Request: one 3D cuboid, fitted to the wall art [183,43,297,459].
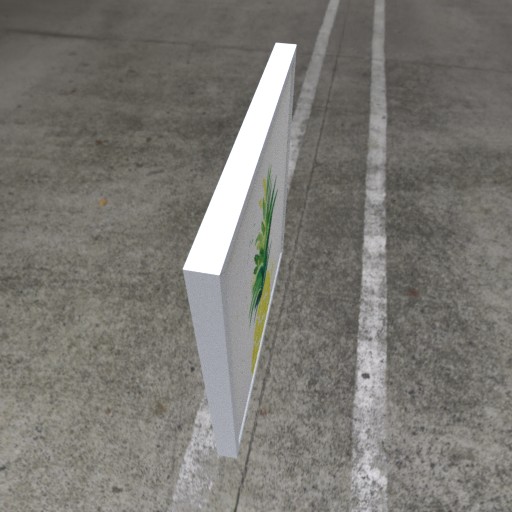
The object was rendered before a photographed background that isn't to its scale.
[{"bbox_3d":[0.000,0.000,0.762,0.035,0.507,0.508,9,48,8],"label":"wall art"}]
